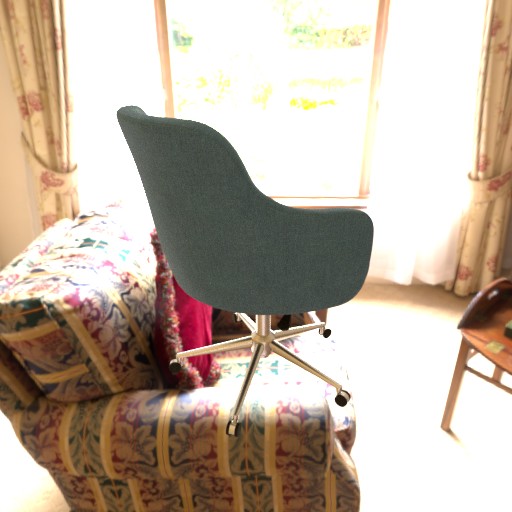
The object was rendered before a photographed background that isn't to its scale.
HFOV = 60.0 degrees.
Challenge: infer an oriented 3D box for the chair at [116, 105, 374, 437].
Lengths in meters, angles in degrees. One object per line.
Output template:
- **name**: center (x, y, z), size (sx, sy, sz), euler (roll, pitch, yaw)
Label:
- **chair**: center (0.000, 0.000, 1.241), size (0.655, 0.820, 0.599), euler (-18, 31, -33)
